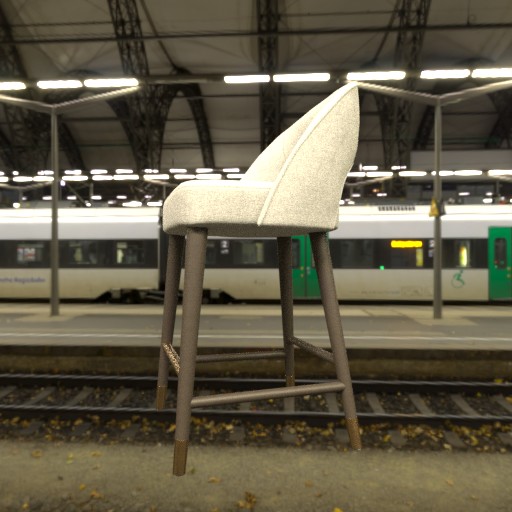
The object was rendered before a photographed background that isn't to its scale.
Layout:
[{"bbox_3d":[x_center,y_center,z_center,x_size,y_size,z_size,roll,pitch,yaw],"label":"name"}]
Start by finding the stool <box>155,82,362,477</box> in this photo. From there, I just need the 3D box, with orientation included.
[{"bbox_3d":[0.000,0.000,1.228,0.509,0.940,0.494,0,0,-18],"label":"stool"}]
